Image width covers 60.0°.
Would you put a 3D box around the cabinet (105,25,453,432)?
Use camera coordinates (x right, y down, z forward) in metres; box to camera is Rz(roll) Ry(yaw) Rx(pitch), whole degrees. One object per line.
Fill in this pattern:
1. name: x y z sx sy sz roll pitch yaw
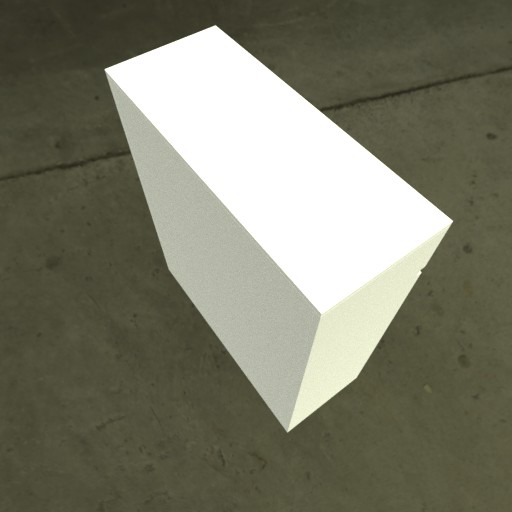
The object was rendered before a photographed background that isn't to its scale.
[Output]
1. cabinet: 0.000 0.000 1.681 0.400 1.190 1.000 -32 63 -19
